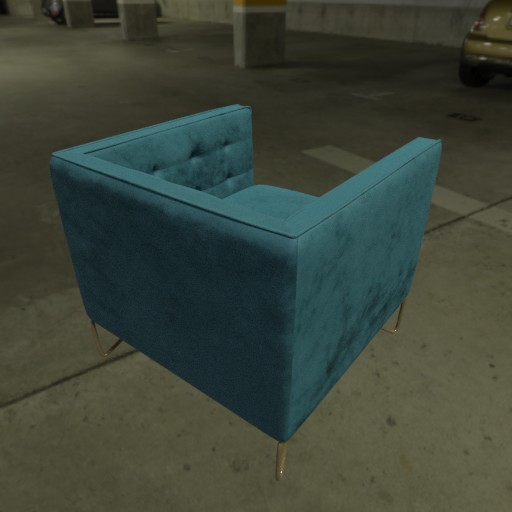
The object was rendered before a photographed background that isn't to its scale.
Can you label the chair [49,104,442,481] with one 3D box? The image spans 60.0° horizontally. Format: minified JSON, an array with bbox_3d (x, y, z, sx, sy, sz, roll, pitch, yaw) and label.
[{"bbox_3d":[0.000,0.000,1.541,0.880,0.790,0.894,22,37,32],"label":"chair"}]
